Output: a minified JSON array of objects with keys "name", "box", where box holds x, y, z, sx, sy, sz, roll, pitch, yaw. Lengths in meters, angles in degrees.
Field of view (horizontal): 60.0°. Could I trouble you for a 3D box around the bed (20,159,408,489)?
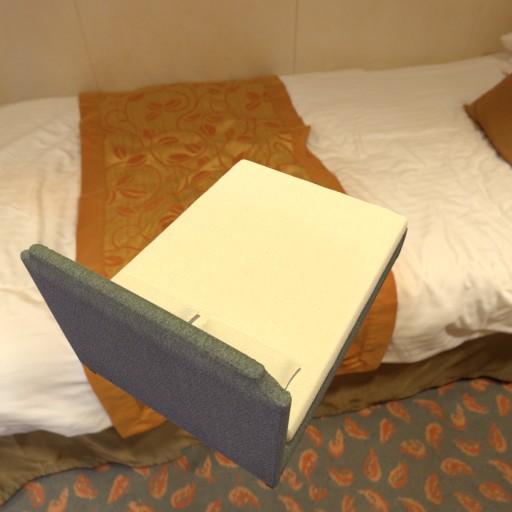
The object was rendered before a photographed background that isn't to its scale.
[{"name":"bed","box":[0.000,0.000,3.277,1.712,1.443,2.372,24,51,21]}]
